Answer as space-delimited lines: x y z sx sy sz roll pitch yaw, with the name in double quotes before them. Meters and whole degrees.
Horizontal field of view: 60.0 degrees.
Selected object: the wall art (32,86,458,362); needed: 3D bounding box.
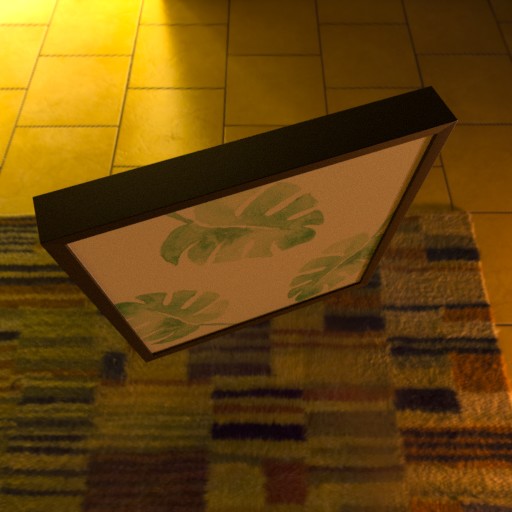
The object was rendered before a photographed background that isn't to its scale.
"wall art" 0.000 0.000 0.446 0.304 0.304 0.038 -18 64 -9
